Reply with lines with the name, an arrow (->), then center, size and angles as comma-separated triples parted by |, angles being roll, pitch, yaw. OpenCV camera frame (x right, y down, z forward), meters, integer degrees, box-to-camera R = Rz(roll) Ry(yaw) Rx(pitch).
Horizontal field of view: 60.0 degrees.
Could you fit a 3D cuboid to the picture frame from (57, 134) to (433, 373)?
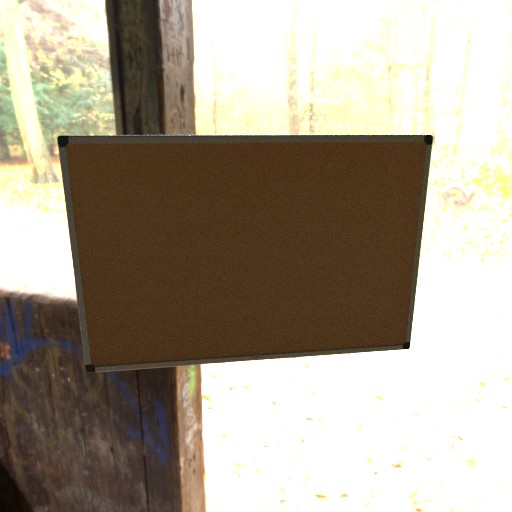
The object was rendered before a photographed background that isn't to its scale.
picture frame -> 0.000, 0.000, 1.137 | 0.900, 0.600, 0.010 | -2, 17, -8
